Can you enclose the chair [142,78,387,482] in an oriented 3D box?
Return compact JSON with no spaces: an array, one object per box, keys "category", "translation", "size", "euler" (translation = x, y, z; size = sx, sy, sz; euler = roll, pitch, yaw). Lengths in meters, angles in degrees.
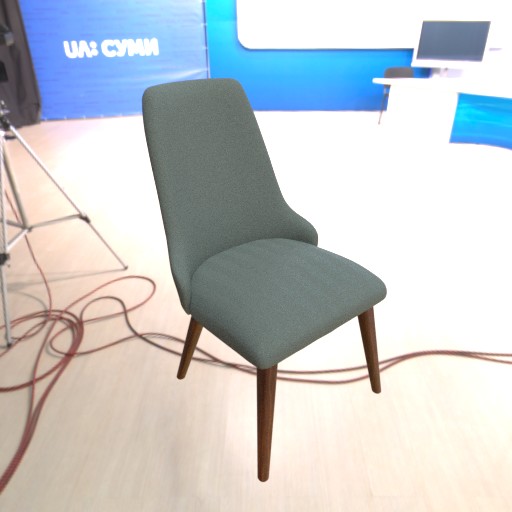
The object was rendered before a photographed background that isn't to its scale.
[{"category":"chair","translation":[0.000,0.000,1.341],"size":[0.535,0.918,0.707],"euler":[-22,37,-32]}]
